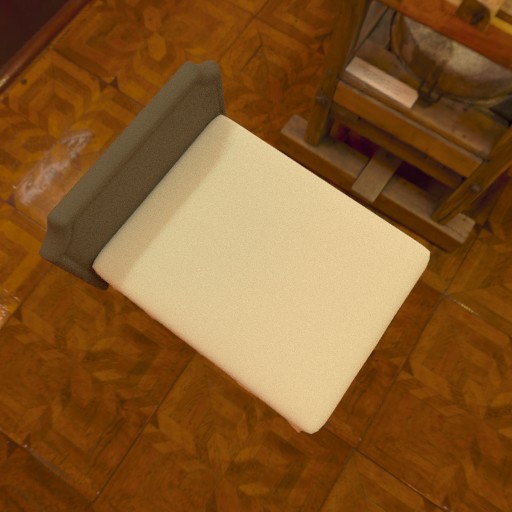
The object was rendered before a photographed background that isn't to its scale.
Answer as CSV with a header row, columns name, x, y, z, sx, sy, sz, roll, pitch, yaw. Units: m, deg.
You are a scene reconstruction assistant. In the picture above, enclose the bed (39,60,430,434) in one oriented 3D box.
name,x,y,z,sx,sy,sz,roll,pitch,yaw
bed,0.000,0.000,3.280,2.181,1.297,1.831,35,78,9
